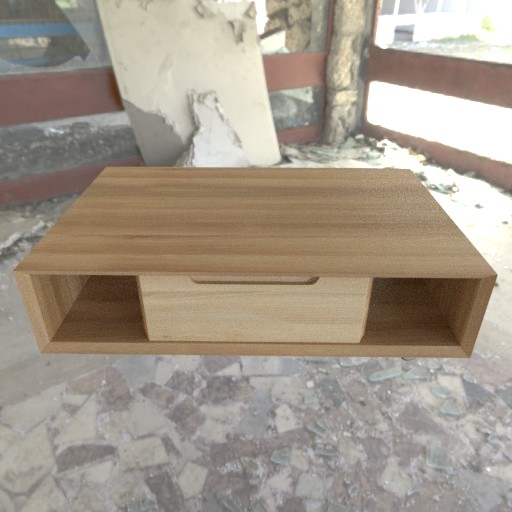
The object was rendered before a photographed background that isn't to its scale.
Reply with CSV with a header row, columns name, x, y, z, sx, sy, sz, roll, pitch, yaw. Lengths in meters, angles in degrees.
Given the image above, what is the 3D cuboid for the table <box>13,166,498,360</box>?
name,x,y,z,sx,sy,sz,roll,pitch,yaw
table,0.000,0.000,1.390,1.100,0.330,0.700,0,31,1
